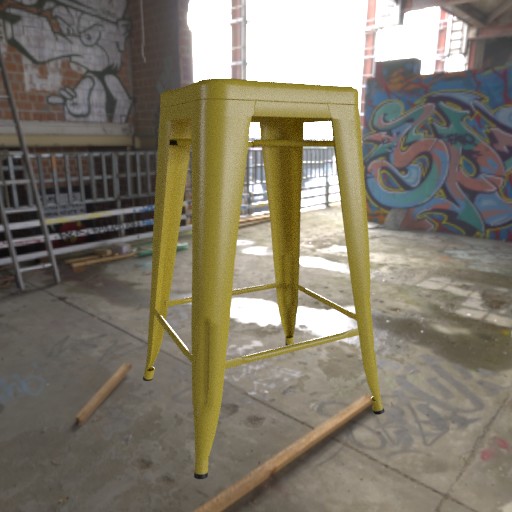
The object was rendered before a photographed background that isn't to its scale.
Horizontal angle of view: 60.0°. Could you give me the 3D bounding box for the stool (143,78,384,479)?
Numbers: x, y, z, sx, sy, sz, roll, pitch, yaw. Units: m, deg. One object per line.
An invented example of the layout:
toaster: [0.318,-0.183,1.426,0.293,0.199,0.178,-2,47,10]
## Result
stool: [0.000,0.000,0.863,0.399,0.609,0.359,-8,17,-27]
